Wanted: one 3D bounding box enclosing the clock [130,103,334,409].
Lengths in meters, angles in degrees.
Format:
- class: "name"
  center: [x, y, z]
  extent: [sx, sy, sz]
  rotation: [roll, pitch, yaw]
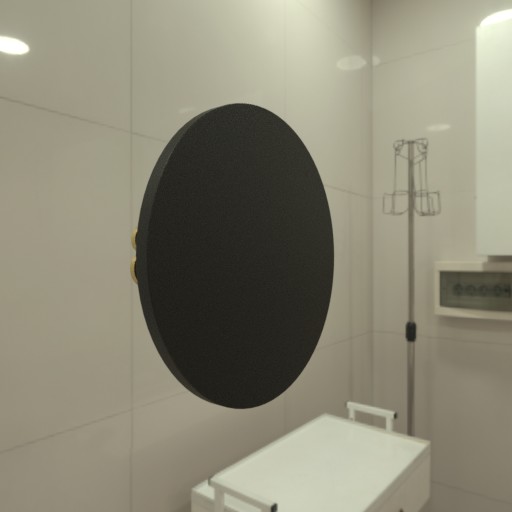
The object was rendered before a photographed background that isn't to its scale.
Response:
- class: "clock"
  center: [0.000, 0.000, 0.692]
  extent: [0.038, 0.454, 0.454]
  rotation: [0, 0, 37]
